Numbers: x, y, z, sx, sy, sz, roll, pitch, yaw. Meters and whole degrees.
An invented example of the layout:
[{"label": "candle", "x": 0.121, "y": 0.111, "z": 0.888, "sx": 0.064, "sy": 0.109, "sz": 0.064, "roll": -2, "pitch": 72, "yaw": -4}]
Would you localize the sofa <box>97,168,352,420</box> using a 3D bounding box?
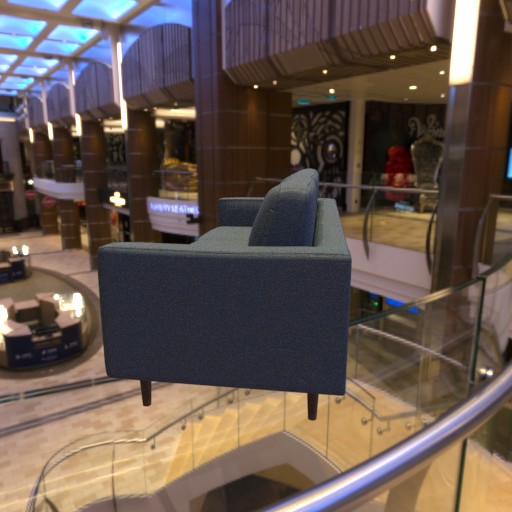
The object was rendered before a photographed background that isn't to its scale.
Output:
[{"label": "sofa", "x": 0.000, "y": 0.000, "z": 2.536, "sx": 0.935, "sy": 0.945, "sz": 2.013, "roll": 2, "pitch": 13, "yaw": 8}]
